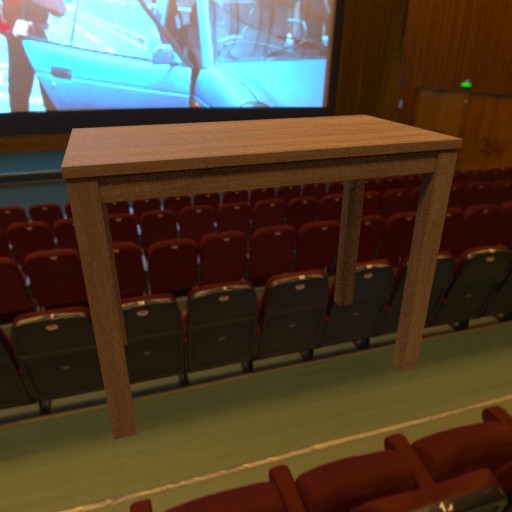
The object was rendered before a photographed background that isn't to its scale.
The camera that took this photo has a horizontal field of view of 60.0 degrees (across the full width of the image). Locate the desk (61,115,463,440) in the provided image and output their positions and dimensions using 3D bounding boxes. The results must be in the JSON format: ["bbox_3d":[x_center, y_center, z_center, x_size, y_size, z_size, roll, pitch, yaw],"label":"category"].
[{"bbox_3d":[0.000,0.000,1.410,0.991,0.762,0.495,-8,26,-16],"label":"desk"}]
